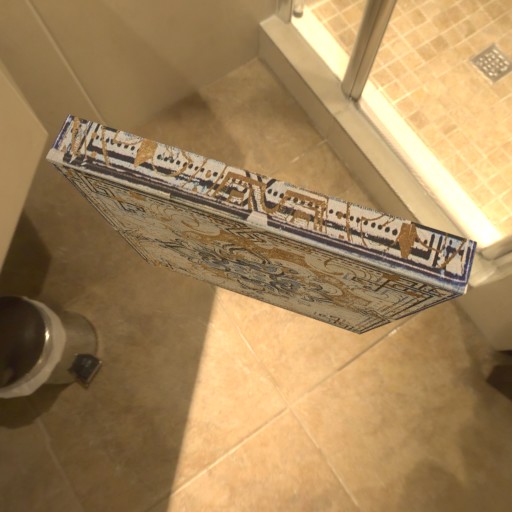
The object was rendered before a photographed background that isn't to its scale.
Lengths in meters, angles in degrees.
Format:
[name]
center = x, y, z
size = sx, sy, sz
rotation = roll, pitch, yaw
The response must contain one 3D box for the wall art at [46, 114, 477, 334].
[wall art]
center = 0.000, 0.000, 0.453
size = 0.302, 0.306, 0.038
rotation = 18, 76, 5
